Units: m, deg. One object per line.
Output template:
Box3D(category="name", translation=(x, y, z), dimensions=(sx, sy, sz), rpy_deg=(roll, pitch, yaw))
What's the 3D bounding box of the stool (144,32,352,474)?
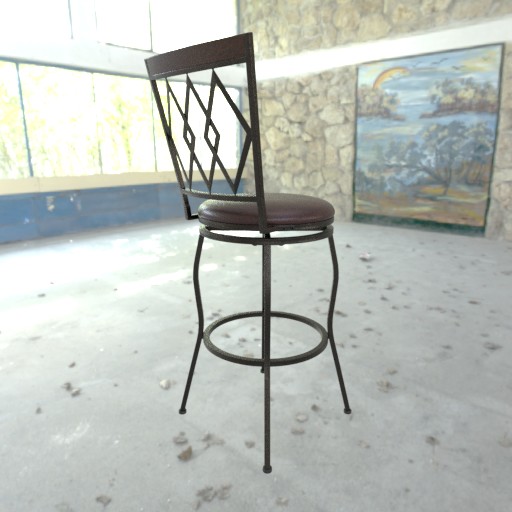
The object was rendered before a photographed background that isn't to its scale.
Box3D(category="stool", translation=(0.000, 0.000, 1.375), dimensions=(0.432, 1.134, 0.521), rpy_deg=(13, 19, 43))
